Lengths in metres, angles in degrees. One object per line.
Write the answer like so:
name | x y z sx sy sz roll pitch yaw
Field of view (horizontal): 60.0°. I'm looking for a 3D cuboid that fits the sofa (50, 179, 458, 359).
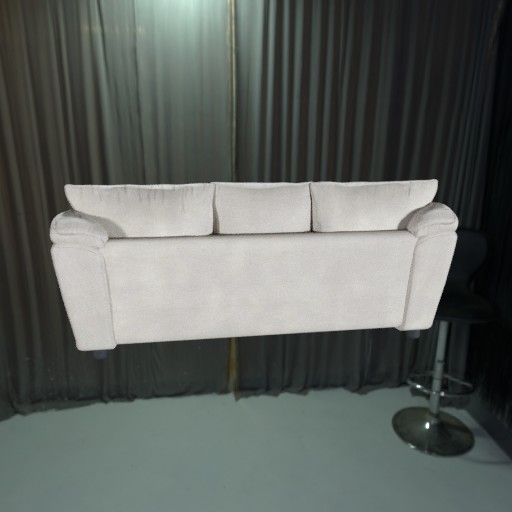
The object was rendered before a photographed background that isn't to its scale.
sofa | 0.000 0.000 2.855 2.334 0.996 0.878 -2 15 -8
